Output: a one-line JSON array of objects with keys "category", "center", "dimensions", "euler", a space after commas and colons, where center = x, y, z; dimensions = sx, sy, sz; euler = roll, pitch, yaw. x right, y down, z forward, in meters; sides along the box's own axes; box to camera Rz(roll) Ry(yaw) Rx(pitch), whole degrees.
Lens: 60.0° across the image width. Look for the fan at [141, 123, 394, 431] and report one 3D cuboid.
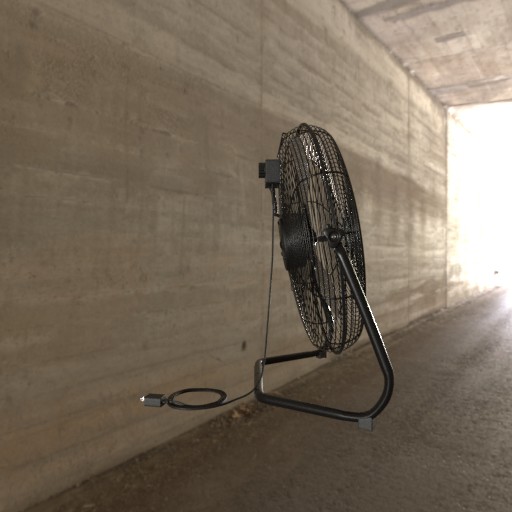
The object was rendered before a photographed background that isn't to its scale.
[{"category": "fan", "center": [0.000, 0.000, 1.043], "dimensions": [0.470, 0.605, 0.595], "euler": [0, 0, 0]}]
